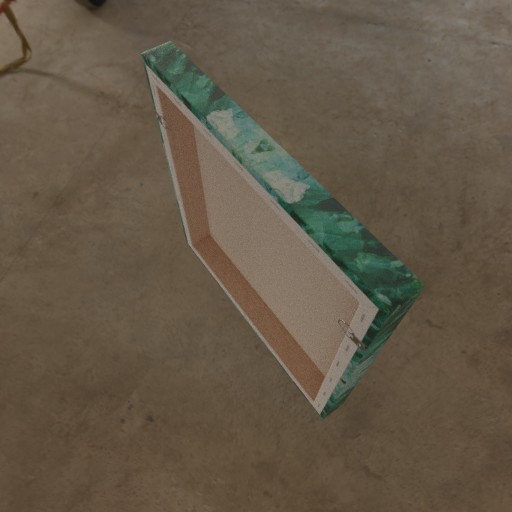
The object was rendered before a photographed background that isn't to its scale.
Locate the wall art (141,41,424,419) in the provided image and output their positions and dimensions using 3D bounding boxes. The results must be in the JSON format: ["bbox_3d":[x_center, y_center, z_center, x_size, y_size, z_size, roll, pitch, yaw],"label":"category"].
[{"bbox_3d":[0.000,0.000,0.468,0.033,0.313,0.313,-32,64,-18],"label":"wall art"}]
